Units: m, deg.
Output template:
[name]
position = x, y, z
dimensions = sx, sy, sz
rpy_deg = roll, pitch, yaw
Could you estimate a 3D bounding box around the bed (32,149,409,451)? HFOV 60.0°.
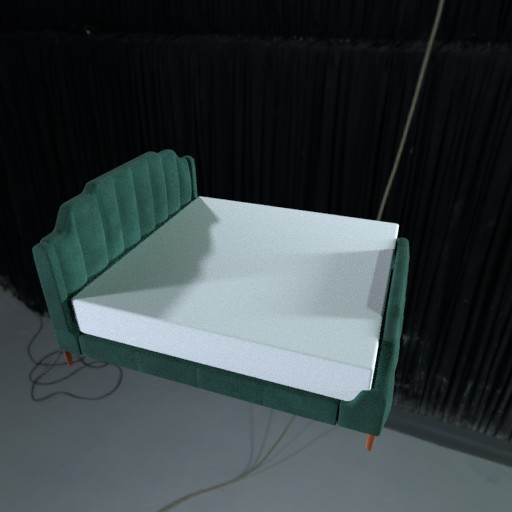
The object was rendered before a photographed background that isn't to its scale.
[bed]
position = 0.000, 0.000, 3.538
dimensions = 2.340, 1.245, 2.074
rpy_deg = 10, 31, 17
